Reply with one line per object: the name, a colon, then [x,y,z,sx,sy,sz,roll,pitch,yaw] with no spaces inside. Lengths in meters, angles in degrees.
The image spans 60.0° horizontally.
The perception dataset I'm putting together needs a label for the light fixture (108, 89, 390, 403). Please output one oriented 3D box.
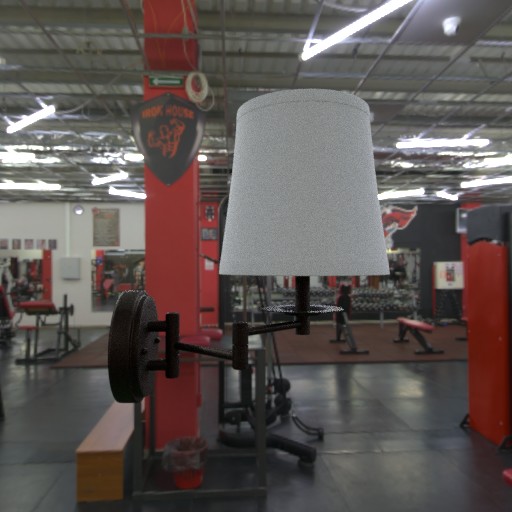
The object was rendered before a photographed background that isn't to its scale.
light fixture: [0.000,0.000,0.266,0.157,0.172,0.100,0,-1,-1]
